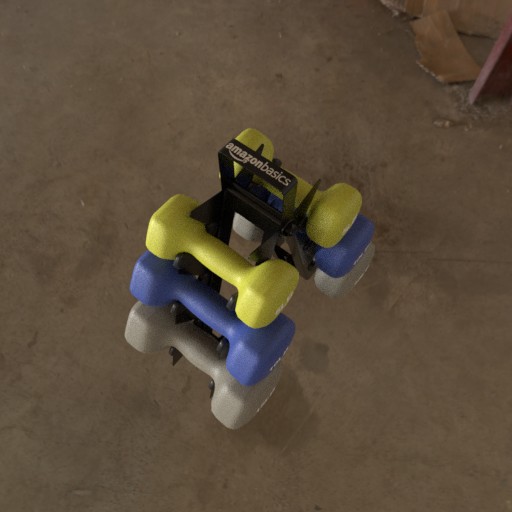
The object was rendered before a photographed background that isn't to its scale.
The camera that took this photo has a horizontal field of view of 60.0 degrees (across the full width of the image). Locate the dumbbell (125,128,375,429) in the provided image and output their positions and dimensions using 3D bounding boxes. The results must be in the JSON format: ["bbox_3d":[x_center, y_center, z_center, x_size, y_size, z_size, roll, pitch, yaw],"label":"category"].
[{"bbox_3d":[0.000,0.000,0.670,0.261,0.426,0.416,36,68,17],"label":"dumbbell"}]
